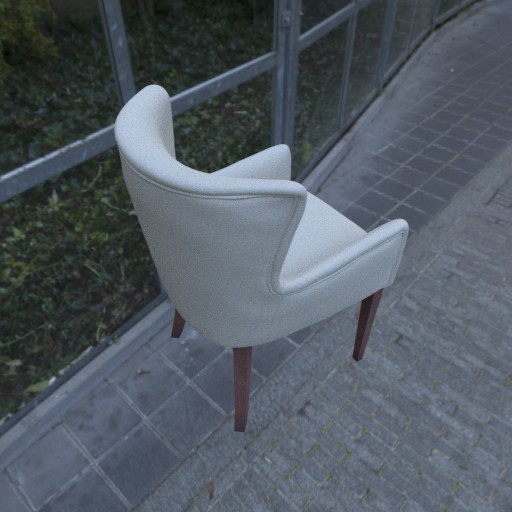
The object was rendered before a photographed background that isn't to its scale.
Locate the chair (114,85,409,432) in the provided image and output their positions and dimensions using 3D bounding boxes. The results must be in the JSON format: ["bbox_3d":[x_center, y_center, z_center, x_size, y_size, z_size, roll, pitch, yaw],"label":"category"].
[{"bbox_3d":[0.000,0.000,1.409,0.686,0.952,0.660,-24,46,-25],"label":"chair"}]
